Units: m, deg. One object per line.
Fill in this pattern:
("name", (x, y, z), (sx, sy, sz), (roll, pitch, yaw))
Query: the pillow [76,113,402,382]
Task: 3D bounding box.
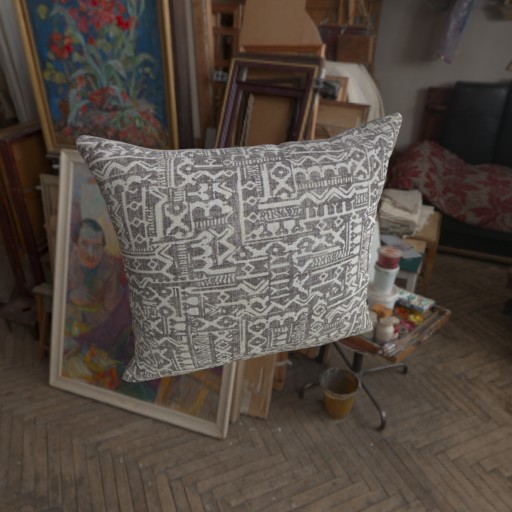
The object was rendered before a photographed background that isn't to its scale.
("pillow", (0.000, 0.000, 0.823), (0.546, 0.487, 0.180), (-8, 31, -14))
